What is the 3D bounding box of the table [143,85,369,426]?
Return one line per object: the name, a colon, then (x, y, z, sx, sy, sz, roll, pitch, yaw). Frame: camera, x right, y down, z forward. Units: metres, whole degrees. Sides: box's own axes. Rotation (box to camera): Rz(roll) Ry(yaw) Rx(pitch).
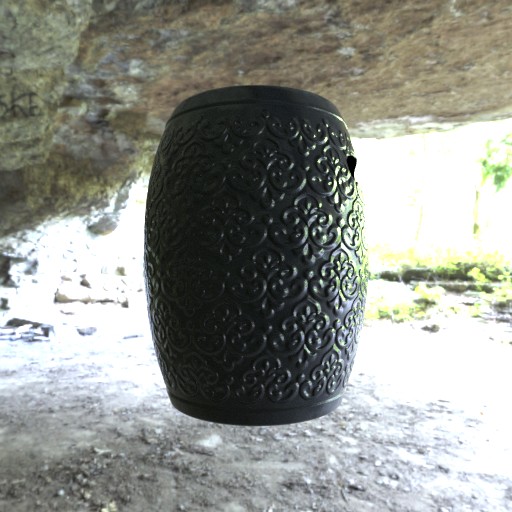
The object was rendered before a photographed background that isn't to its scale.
table: (0.000, 0.000, 0.624, 0.309, 0.397, 0.309, 0, -1, 0)
